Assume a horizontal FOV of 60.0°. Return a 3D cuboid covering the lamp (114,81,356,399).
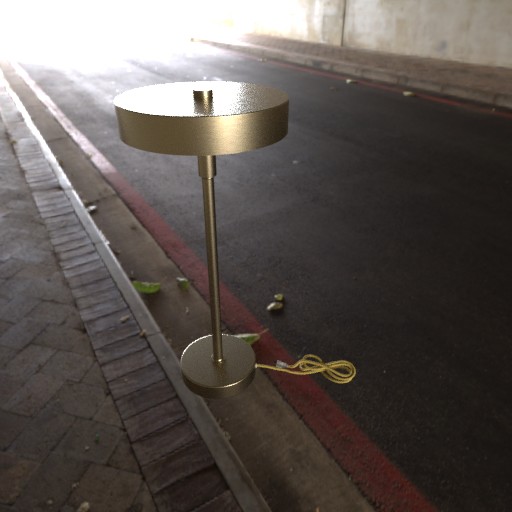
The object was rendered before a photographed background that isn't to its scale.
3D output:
[{"bbox_3d":[0.000,0.000,0.711,0.369,0.508,0.229,1,31,2],"label":"lamp"}]
